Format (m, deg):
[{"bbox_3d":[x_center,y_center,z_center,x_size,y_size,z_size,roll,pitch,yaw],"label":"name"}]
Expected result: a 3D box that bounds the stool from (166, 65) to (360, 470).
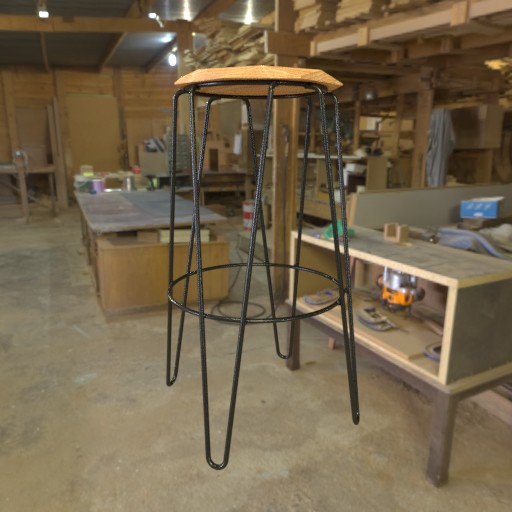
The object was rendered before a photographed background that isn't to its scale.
[{"bbox_3d":[0.000,0.000,0.811,0.326,0.610,0.326,-7,16,-24],"label":"stool"}]
